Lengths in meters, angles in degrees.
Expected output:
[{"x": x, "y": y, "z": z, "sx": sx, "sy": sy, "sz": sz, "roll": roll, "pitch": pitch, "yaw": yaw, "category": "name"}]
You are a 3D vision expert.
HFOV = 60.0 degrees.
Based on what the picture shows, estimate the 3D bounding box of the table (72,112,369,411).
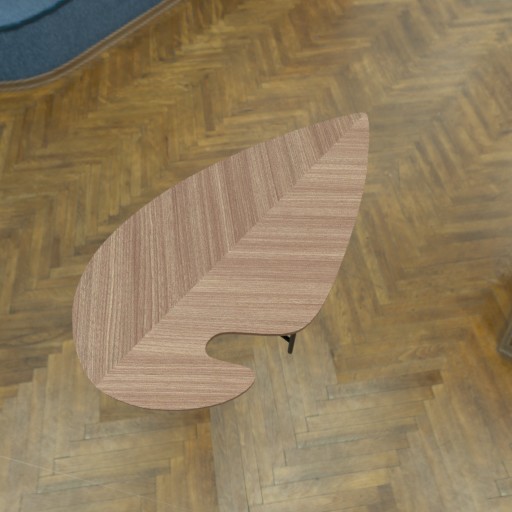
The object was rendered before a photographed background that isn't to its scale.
[{"x": 0.000, "y": 0.000, "z": 1.432, "sx": 0.598, "sy": 0.360, "sz": 1.199, "roll": 34, "pitch": 64, "yaw": 19, "category": "table"}]
